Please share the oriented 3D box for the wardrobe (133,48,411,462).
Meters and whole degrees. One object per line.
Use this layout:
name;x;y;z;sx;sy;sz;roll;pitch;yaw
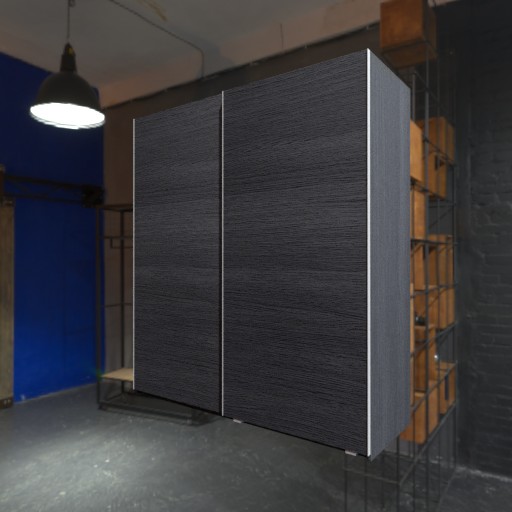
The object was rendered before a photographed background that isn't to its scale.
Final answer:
wardrobe;0.000;0.000;2.866;1.780;1.960;0.629;0;0;37
